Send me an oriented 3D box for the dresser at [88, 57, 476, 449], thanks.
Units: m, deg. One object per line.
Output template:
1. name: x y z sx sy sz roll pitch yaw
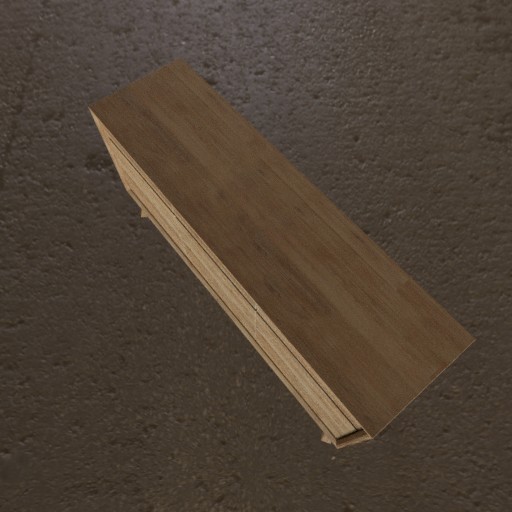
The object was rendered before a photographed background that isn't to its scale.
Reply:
1. dresser: 0.000 0.000 1.935 0.455 0.788 1.602 -36 69 -16
